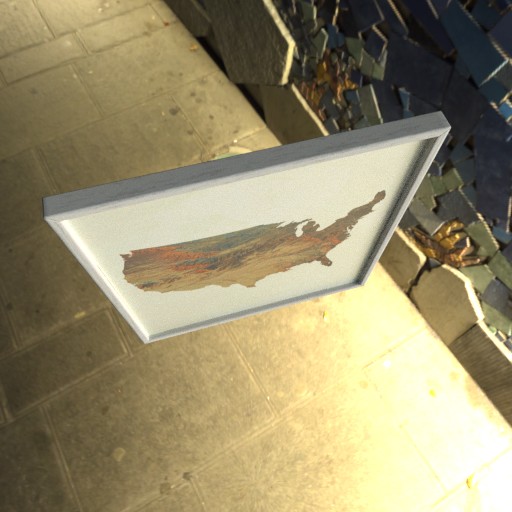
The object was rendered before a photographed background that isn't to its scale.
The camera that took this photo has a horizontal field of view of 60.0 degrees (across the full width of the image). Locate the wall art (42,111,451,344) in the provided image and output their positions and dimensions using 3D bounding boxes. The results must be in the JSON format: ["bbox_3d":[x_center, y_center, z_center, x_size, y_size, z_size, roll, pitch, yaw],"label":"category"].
[{"bbox_3d":[0.000,0.000,1.936,1.287,1.288,0.078,-14,64,-7],"label":"wall art"}]
